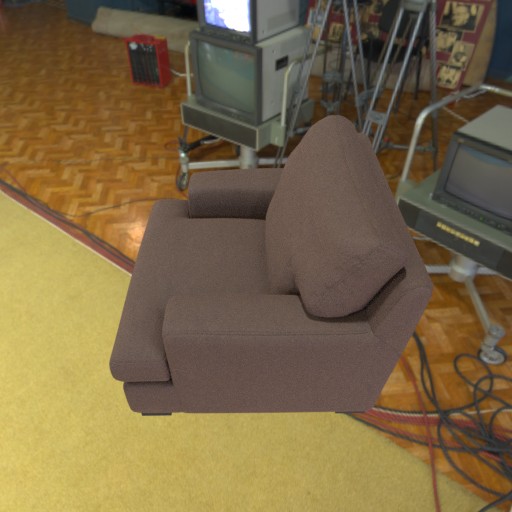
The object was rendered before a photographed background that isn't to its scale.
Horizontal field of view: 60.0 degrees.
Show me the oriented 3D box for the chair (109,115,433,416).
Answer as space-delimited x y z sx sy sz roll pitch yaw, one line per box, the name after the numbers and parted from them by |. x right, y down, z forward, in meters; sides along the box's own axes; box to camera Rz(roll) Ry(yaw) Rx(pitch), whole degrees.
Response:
0.000 0.000 2.028 1.143 0.940 1.168 -1 42 -1 | chair
